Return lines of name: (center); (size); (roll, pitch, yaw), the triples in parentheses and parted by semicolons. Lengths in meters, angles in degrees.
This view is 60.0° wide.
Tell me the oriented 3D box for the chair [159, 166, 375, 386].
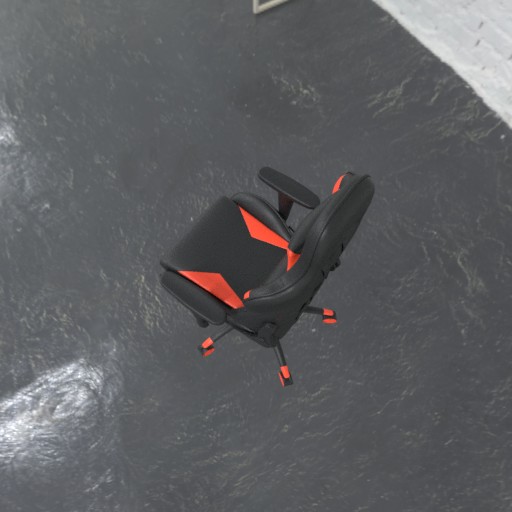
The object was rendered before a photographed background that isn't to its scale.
chair: (0.000, 0.000, 1.724); (0.730, 1.282, 0.695); (34, 68, 16)
